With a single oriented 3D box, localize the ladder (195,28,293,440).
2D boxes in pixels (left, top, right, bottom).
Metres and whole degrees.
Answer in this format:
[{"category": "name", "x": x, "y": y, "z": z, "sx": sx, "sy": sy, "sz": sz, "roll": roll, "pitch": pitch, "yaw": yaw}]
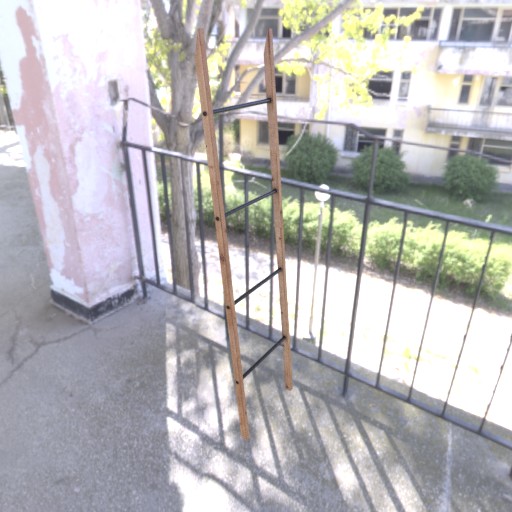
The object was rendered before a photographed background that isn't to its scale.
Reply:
[{"category": "ladder", "x": 0.000, "y": 0.000, "z": 1.978, "sx": 0.200, "sy": 1.805, "sz": 0.442, "roll": 18, "pitch": 32, "yaw": 31}]
